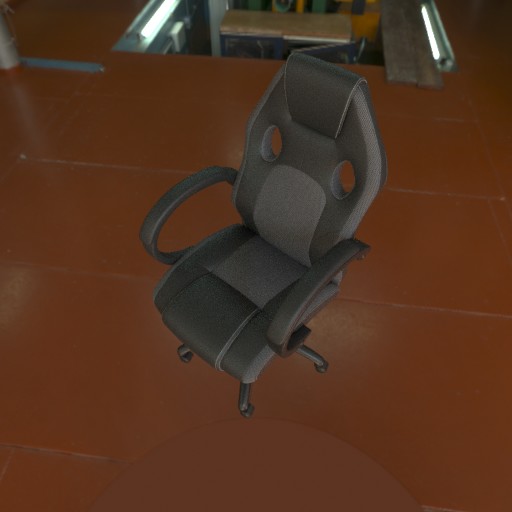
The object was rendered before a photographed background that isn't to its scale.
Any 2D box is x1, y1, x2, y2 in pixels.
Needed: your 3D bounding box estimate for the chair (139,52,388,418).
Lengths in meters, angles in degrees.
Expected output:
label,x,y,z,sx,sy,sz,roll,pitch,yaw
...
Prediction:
label,x,y,z,sx,sy,sz,roll,pitch,yaw
chair,0.000,0.000,1.602,0.673,1.187,0.724,34,56,26
